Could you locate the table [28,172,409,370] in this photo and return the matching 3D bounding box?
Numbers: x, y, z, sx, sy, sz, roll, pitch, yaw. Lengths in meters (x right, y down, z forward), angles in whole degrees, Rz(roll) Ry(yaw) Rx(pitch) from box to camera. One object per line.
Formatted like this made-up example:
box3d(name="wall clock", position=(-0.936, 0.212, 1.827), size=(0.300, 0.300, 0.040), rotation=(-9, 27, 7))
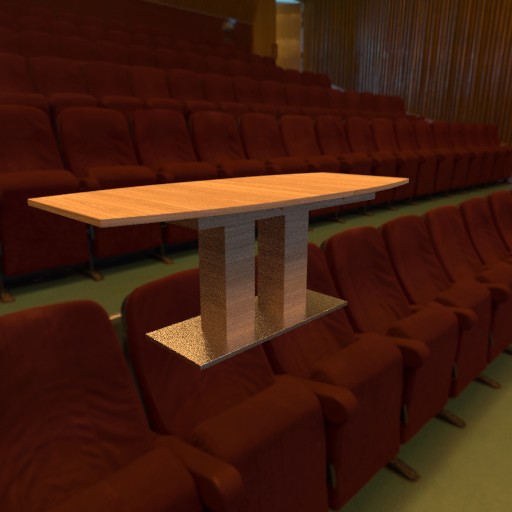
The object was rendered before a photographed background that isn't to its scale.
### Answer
box3d(name="table", position=(0.000, 0.000, 2.415), size=(2.032, 0.750, 0.900), rotation=(-14, 21, -43))
